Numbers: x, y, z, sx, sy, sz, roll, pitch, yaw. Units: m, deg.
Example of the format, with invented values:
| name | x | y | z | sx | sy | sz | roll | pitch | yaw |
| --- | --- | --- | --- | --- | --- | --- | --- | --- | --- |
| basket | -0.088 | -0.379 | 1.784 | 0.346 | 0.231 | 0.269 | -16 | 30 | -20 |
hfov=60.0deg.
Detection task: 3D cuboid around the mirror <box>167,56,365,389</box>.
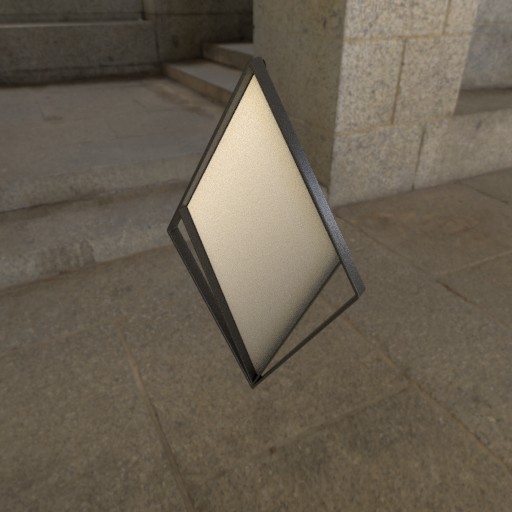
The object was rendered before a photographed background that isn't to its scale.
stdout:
| name | x | y | z | sx | sy | sz | roll | pitch | yaw |
| --- | --- | --- | --- | --- | --- | --- | --- | --- | --- |
| mirror | 0.000 | 0.000 | 0.824 | 0.419 | 0.679 | 0.032 | 19 | 36 | 28 |
